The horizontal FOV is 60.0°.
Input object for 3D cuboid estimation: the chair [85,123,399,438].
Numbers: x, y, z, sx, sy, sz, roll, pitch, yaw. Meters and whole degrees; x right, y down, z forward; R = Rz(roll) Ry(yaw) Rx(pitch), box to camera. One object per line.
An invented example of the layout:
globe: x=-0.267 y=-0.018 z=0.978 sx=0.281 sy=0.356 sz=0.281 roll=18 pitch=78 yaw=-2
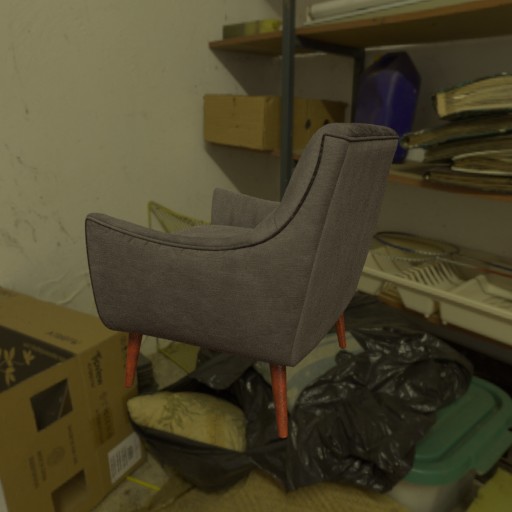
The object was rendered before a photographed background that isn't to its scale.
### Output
chair: x=0.000 y=0.000 z=1.473 sx=0.787 sy=0.838 sz=0.762 roll=8 pitch=17 yaw=26
